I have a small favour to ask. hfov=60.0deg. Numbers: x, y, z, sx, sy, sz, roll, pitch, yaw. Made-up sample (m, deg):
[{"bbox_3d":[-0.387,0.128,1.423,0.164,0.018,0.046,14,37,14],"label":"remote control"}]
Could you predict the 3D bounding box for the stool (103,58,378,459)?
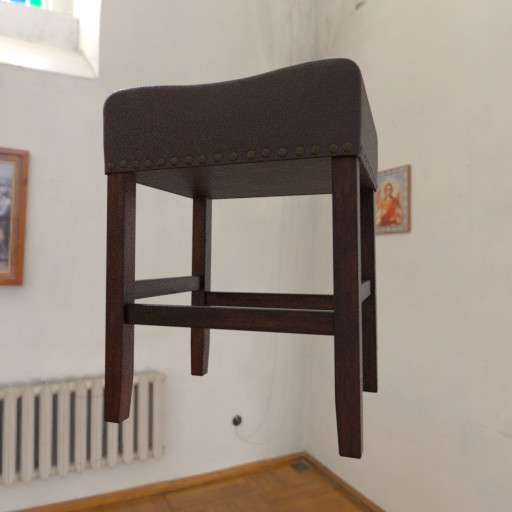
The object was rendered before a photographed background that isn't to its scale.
[{"bbox_3d":[0.000,0.000,0.914,0.465,0.608,0.397,0,0,19],"label":"stool"}]
